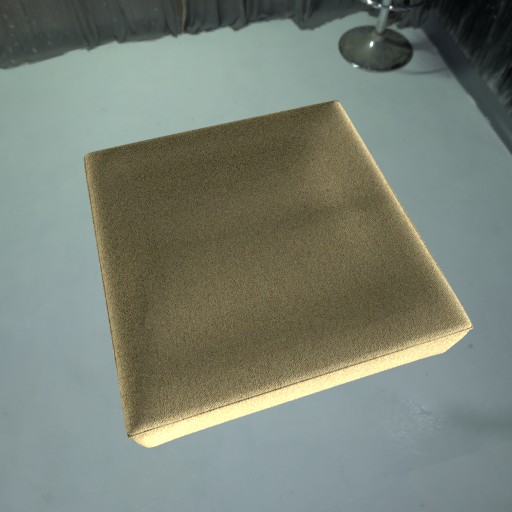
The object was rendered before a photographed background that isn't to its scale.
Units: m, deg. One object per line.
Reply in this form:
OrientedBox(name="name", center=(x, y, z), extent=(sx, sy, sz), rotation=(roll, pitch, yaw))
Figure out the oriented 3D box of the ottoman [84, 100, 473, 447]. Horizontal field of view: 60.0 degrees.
OrientedBox(name="ottoman", center=(0.000, 0.000, 1.510), extent=(0.970, 0.378, 0.981), rotation=(-15, 60, -9))
